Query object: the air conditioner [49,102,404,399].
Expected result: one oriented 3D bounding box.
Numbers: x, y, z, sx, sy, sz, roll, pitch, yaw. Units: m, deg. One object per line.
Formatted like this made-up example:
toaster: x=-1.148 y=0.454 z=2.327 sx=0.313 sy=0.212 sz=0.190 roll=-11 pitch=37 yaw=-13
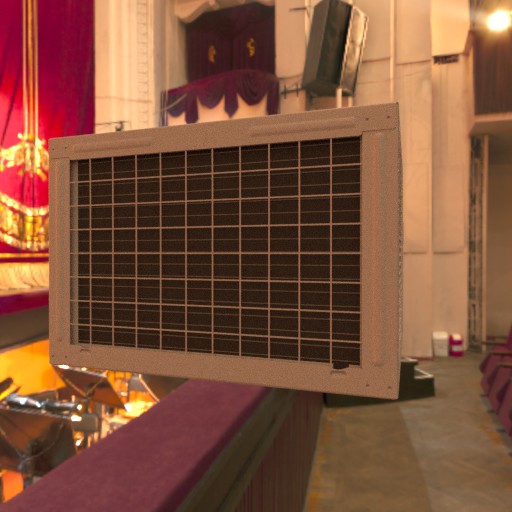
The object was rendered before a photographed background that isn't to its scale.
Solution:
air conditioner: x=0.000 y=0.000 z=1.030 sx=0.645 sy=0.455 sz=0.599 roll=0 pitch=0 yaw=19
